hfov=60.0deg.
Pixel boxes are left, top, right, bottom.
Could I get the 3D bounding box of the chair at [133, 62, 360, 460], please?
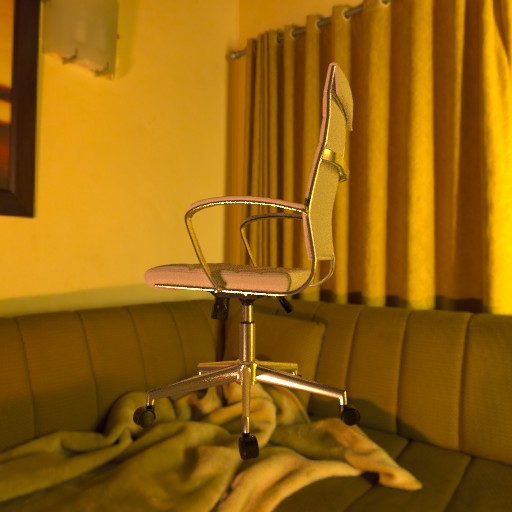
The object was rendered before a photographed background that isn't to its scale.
[{"bbox_3d":[0.000,0.000,1.611,0.739,1.149,0.766,0,0,17],"label":"chair"}]
